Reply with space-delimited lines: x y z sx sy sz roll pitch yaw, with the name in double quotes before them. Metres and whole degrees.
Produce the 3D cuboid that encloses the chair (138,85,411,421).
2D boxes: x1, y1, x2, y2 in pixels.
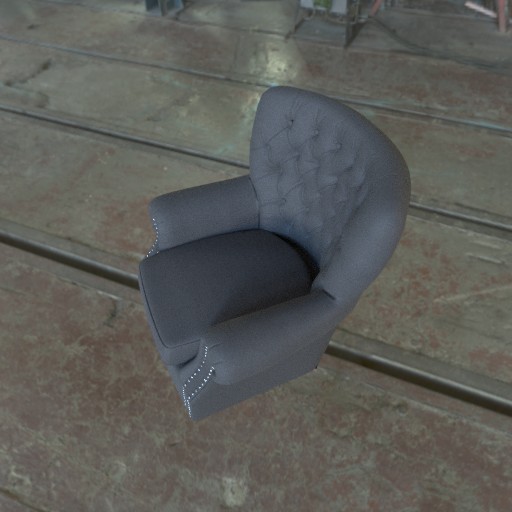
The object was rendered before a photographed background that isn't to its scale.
"chair" 0.000 0.000 1.848 0.983 1.046 0.983 -17 49 -16
